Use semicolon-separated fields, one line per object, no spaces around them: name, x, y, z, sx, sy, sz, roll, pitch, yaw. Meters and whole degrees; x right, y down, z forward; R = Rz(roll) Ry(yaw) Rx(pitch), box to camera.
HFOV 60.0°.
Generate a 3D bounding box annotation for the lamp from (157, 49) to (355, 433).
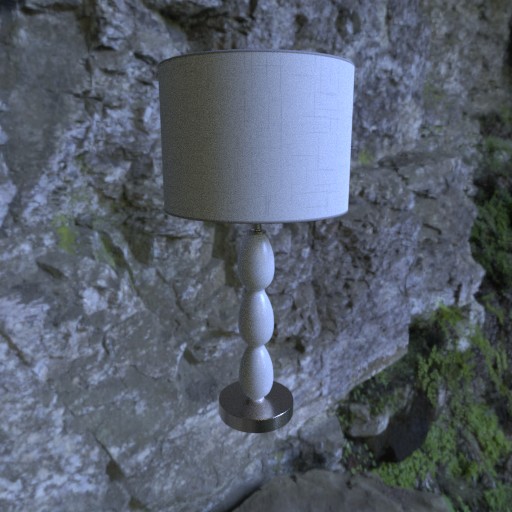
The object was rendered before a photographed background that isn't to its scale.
lamp;0.000;0.000;0.710;0.282;0.559;0.280;13;19;42
